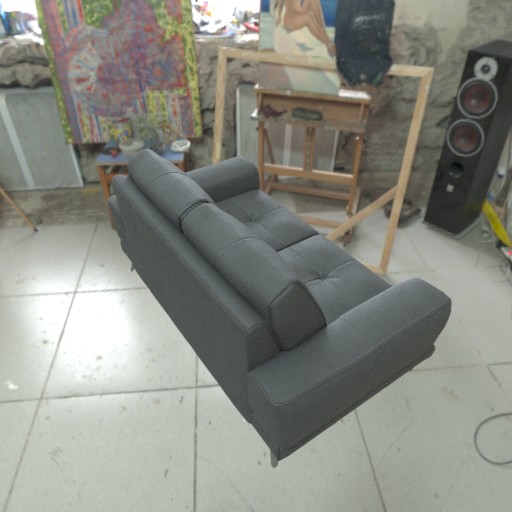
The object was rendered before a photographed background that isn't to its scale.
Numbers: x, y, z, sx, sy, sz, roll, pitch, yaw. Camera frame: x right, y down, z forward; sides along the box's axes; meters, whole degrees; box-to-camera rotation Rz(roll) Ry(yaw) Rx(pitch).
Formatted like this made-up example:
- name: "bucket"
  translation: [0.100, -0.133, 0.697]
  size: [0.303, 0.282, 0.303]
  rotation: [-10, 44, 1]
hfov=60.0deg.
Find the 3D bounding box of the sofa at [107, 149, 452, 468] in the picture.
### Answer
- name: "sofa"
  translation: [0.000, 0.000, 2.410]
  size: [1.018, 0.907, 1.806]
  rotation: [-24, 45, -26]
